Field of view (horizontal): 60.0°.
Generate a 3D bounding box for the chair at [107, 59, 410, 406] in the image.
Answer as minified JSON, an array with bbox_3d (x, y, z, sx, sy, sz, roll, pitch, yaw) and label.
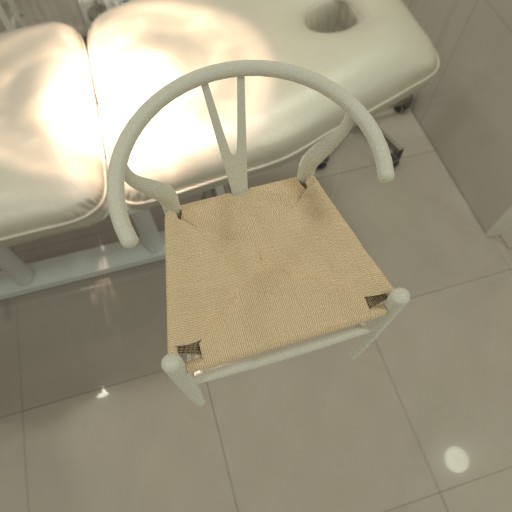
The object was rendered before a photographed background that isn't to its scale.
[{"bbox_3d":[0.000,0.000,1.078,0.533,0.736,0.500,-15,64,-7],"label":"chair"}]
